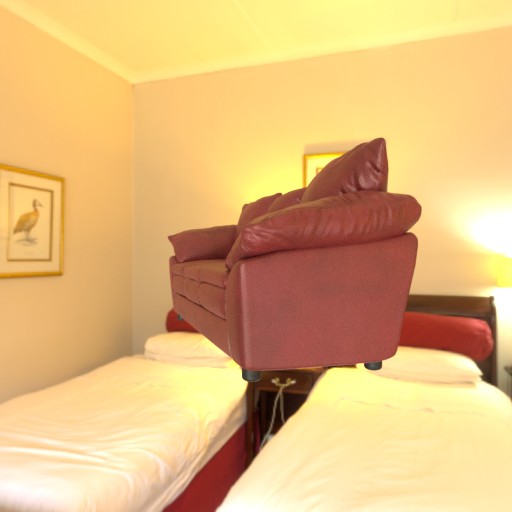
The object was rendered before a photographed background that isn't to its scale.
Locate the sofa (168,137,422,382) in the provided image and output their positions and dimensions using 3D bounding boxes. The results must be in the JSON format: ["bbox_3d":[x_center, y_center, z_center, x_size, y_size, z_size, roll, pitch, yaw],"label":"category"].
[{"bbox_3d":[0.000,0.000,2.931,0.907,1.091,2.390,0,0,-18],"label":"sofa"}]
